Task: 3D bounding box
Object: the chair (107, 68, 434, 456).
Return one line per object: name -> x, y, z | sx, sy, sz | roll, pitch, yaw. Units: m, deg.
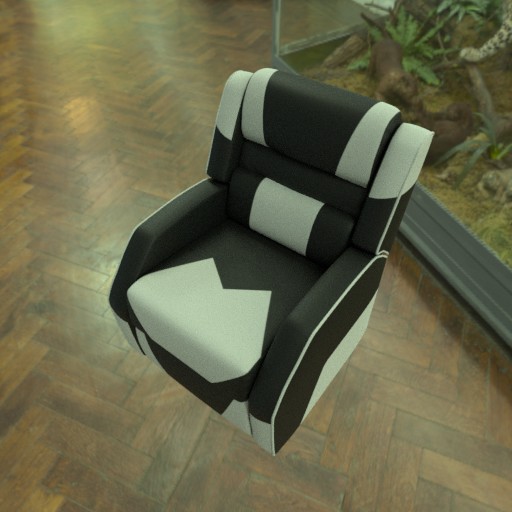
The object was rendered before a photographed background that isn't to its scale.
chair -> 0.000, 0.000, 1.288 | 0.620, 0.805, 0.672 | 28, 52, 26
